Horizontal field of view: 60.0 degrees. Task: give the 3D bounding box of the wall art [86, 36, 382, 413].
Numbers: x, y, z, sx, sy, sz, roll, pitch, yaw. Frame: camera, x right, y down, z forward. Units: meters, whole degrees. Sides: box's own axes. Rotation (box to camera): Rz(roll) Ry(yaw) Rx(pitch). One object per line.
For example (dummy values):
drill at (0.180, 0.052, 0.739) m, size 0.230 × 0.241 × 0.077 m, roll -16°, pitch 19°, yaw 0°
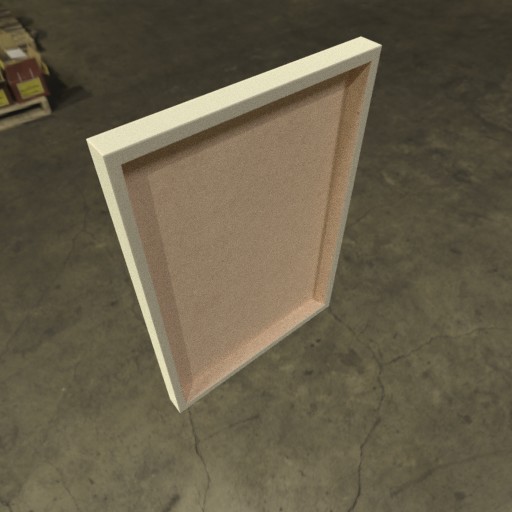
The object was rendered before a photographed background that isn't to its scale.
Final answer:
wall art at (0.000, 0.000, 0.758) m, size 0.418 × 0.608 × 0.038 m, roll -31°, pitch 54°, yaw -25°
